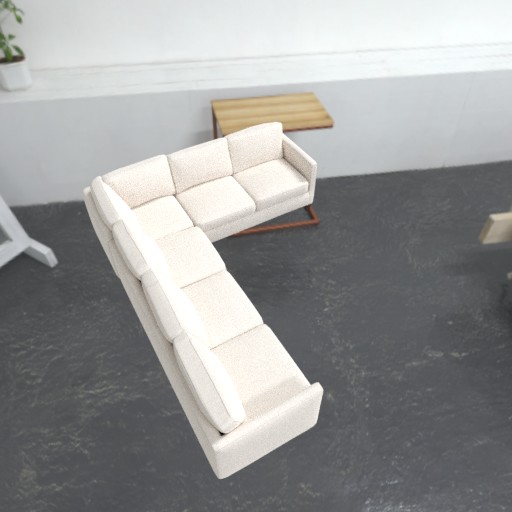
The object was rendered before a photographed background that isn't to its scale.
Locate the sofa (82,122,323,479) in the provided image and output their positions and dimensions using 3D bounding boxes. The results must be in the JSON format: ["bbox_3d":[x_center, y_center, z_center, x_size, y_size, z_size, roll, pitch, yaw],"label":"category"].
[{"bbox_3d":[0.000,0.000,4.527,2.593,0.947,3.302,-23,51,-20],"label":"sofa"}]
